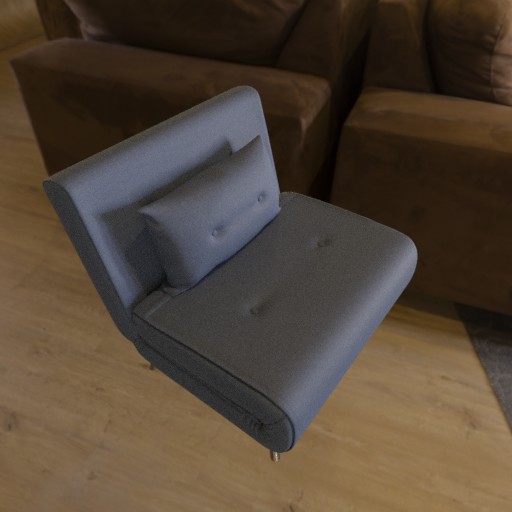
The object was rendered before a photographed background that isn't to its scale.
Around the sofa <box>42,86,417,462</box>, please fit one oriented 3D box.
[{"bbox_3d":[0.000,0.000,1.734,0.996,0.860,0.999,27,48,27],"label":"sofa"}]
